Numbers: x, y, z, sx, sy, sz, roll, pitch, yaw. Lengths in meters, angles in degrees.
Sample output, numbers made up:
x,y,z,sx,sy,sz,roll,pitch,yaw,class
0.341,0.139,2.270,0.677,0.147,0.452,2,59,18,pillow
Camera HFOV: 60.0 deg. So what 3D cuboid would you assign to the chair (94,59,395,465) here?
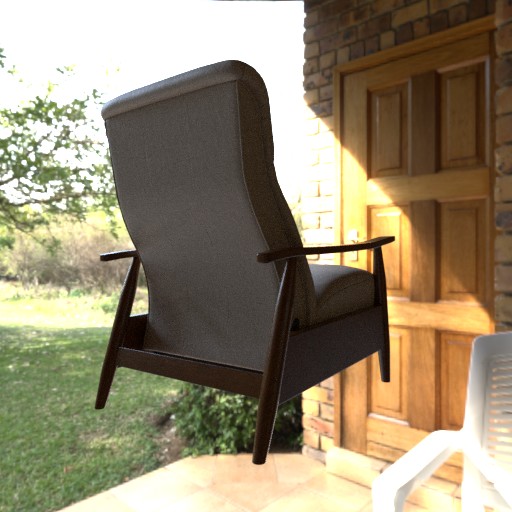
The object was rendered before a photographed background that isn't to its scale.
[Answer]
x,y,z,sx,sy,sz,roll,pitch,yaw,class
0.000,0.000,1.744,0.762,1.082,1.030,0,0,36,chair
